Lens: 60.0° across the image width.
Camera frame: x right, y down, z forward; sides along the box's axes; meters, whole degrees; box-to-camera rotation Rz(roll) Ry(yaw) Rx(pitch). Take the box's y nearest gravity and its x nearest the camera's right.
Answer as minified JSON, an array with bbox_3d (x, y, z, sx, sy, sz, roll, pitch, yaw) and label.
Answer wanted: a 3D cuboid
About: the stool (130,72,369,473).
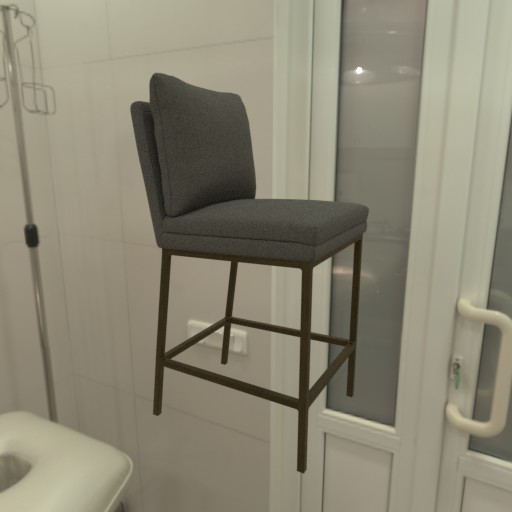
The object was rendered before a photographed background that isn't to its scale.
[{"bbox_3d":[0.000,0.000,1.368,0.569,1.030,0.463,7,15,28],"label":"stool"}]
